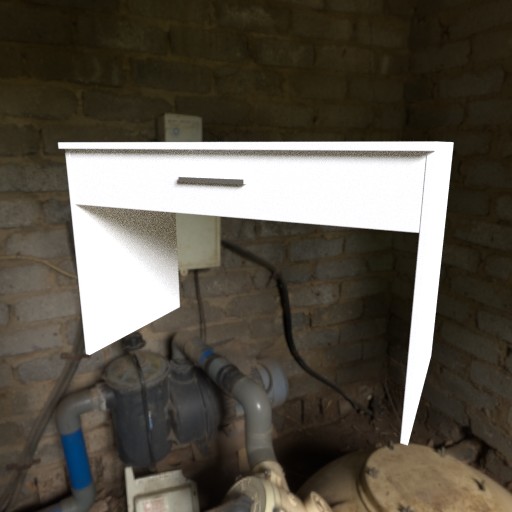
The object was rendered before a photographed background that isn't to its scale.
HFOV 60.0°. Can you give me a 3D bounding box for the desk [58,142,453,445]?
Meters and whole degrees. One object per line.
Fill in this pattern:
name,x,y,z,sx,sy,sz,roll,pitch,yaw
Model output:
desk,0.000,0.000,1.472,1.100,0.730,0.560,7,16,26
